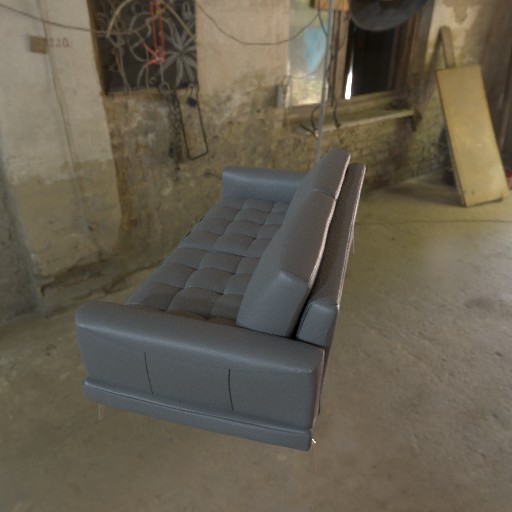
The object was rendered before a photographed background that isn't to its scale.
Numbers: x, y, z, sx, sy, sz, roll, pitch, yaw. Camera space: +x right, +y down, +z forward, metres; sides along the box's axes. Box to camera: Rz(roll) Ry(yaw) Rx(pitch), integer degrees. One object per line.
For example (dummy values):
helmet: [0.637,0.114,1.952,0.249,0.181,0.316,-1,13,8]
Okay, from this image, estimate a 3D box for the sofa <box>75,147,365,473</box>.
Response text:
sofa: [0.000,0.000,2.677,1.121,0.930,2.177,8,31,13]
